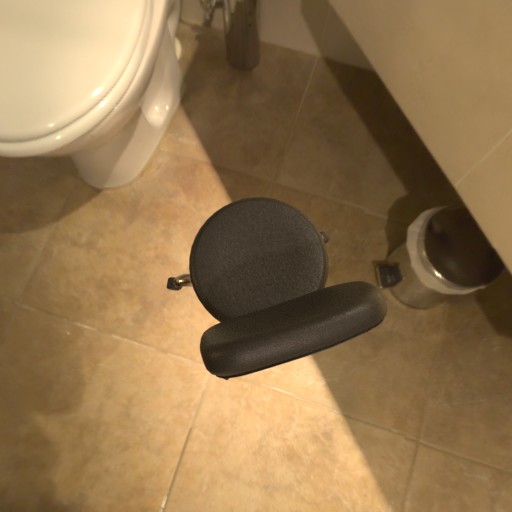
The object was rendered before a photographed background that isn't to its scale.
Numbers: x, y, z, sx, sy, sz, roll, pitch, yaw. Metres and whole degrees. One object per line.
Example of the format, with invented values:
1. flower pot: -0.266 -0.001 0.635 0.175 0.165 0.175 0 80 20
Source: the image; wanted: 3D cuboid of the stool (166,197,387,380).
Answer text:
1. stool: 0.000 0.000 1.336 0.673 0.862 0.648 -18 76 -5
